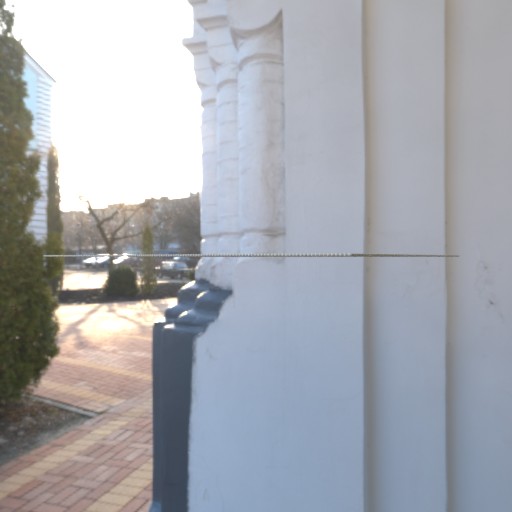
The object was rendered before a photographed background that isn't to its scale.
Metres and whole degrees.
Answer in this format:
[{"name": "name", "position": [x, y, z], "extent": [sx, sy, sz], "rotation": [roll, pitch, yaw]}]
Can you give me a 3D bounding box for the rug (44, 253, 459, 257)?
[{"name": "rug", "position": [0.000, 0.000, 4.132], "extent": [3.048, 0.013, 2.438], "rotation": [0, 0, 36]}]
